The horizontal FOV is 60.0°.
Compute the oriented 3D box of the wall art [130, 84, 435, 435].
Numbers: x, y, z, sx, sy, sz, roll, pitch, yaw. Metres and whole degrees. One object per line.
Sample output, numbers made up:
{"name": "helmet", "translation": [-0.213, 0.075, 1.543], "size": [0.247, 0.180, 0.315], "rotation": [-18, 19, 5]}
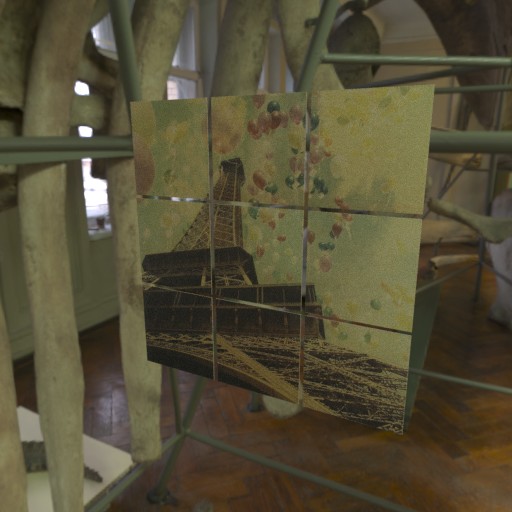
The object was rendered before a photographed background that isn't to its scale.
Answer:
{"name": "wall art", "translation": [0.000, 0.000, 2.190], "size": [1.517, 1.505, 0.002], "rotation": [8, 16, 27]}
